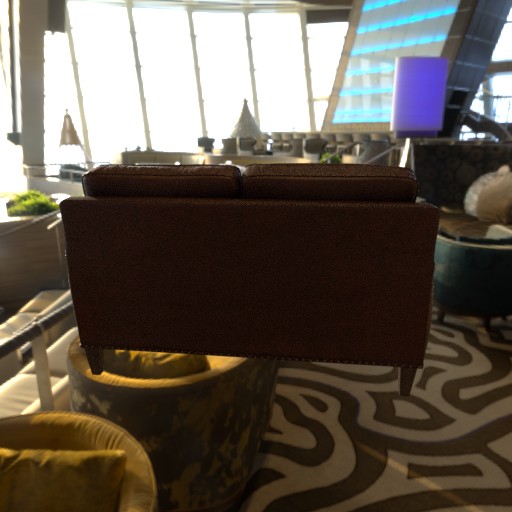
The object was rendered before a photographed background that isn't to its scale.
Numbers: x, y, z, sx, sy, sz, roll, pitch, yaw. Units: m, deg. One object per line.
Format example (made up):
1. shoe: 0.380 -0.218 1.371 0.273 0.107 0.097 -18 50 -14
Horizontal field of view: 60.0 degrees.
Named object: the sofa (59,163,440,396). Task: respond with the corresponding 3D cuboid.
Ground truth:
1. sofa: 0.000 0.000 2.321 1.628 1.003 1.083 2 16 7
